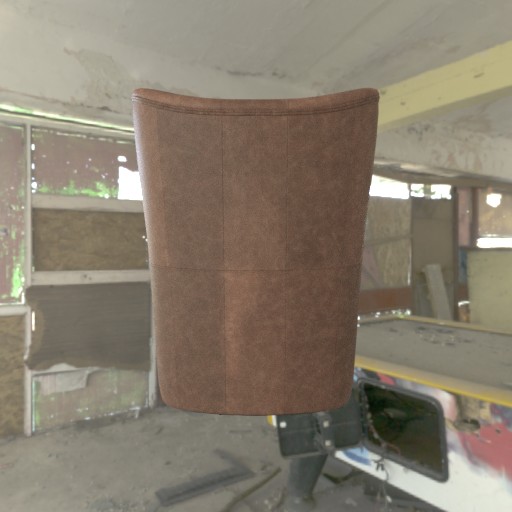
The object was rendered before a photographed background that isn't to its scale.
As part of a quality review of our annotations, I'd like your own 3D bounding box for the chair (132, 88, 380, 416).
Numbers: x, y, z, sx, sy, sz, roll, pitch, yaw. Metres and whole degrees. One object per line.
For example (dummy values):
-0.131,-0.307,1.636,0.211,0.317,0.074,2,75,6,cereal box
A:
0.000,0.000,1.717,0.831,1.079,0.930,0,0,0,chair
